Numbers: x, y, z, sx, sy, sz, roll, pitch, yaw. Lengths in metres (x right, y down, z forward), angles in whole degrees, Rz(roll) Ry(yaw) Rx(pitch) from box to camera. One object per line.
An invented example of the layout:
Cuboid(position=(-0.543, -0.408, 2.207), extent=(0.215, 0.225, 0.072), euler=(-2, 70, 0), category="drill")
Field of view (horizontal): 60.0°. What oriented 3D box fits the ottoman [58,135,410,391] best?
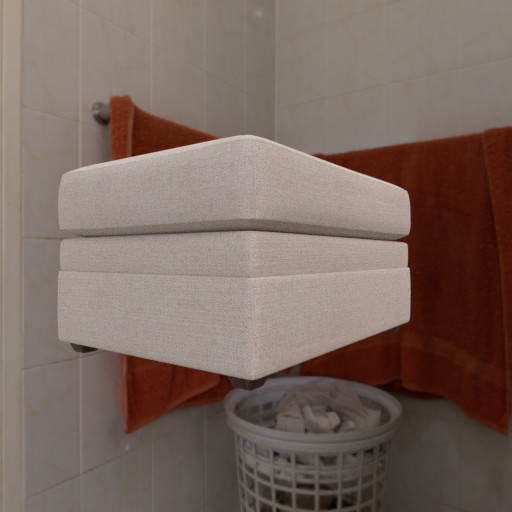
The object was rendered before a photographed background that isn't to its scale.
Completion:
Cuboid(position=(0.000, 0.000, 1.258), extent=(0.637, 0.478, 0.885), euler=(0, 0, 36), category="ottoman")
